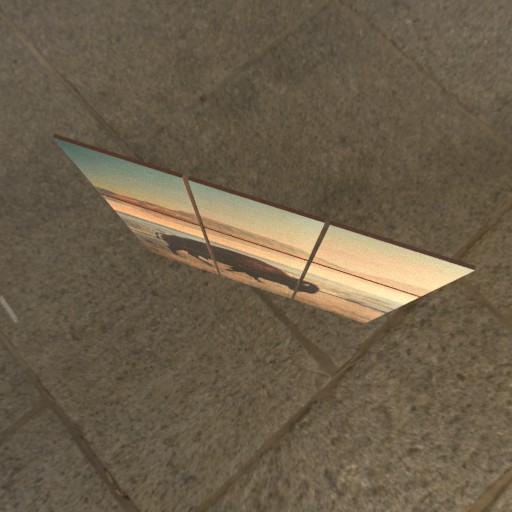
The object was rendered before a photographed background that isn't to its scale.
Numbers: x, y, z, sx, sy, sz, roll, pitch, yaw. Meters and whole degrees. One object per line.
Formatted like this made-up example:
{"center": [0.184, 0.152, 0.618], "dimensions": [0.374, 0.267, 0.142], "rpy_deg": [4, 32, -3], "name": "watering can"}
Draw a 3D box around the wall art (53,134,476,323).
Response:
{"center": [0.000, 0.000, 1.805], "dimensions": [1.221, 1.218, 0.019], "rpy_deg": [18, 76, 5], "name": "wall art"}
